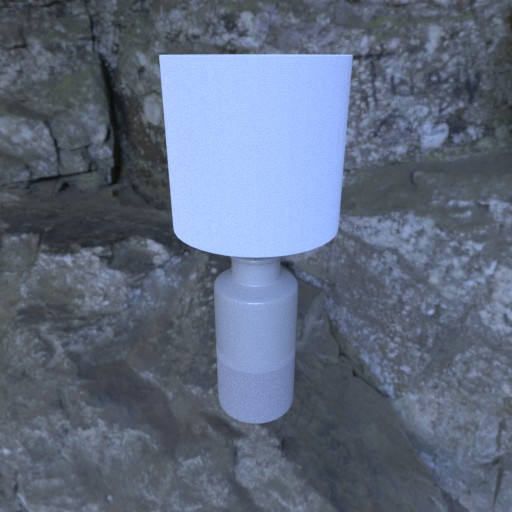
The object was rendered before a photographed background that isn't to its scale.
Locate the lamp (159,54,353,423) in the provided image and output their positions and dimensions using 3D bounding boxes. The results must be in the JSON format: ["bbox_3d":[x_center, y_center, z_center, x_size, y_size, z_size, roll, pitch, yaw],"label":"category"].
[{"bbox_3d":[0.000,0.000,0.597,0.212,0.493,0.212,17,29,32],"label":"lamp"}]
